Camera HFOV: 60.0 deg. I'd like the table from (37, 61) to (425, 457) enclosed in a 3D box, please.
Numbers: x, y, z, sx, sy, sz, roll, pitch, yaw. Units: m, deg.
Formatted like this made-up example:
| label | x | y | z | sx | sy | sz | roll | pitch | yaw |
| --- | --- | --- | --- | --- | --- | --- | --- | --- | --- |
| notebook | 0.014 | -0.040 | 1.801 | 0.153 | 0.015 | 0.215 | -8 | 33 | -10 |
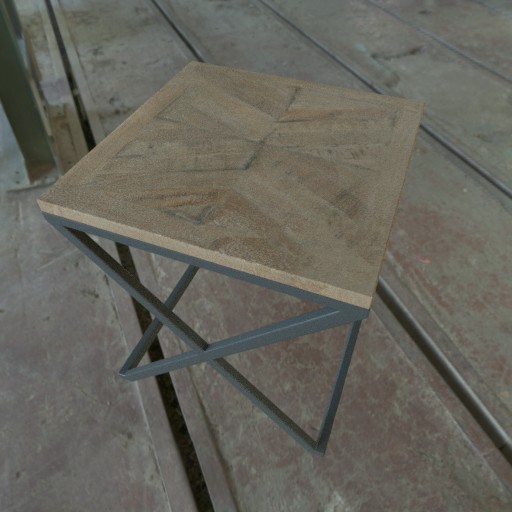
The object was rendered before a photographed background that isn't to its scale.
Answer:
| label | x | y | z | sx | sy | sz | roll | pitch | yaw |
| --- | --- | --- | --- | --- | --- | --- | --- | --- | --- |
| table | 0.000 | 0.000 | 0.942 | 0.498 | 0.550 | 0.499 | 16 | 49 | 14 |
